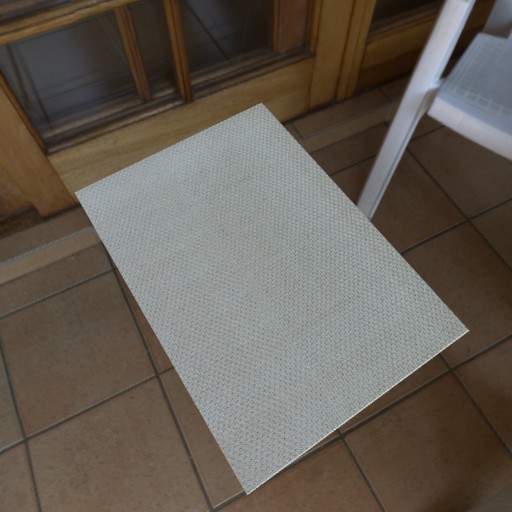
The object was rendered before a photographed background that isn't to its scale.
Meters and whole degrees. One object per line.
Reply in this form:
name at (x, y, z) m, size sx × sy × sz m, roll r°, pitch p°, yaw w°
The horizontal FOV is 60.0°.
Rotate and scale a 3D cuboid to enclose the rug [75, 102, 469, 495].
rug at (0.000, 0.000, 2.759) m, size 1.509 × 0.013 × 2.144 m, roll -30°, pitch 67°, yaw -15°
